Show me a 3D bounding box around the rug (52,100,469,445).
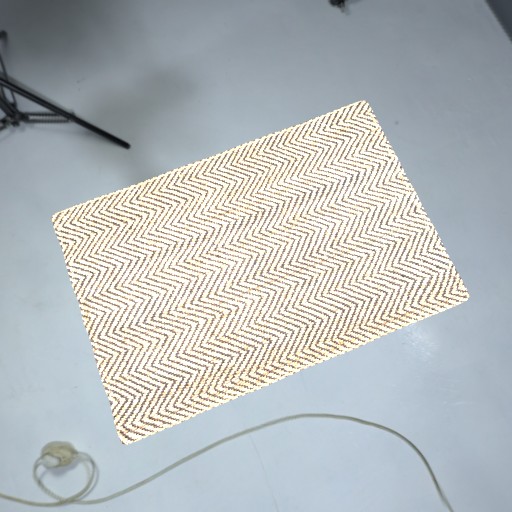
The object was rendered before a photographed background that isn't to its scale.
[{"bbox_3d":[0.000,0.000,2.266,1.828,0.008,1.219,-22,77,-5],"label":"rug"}]
